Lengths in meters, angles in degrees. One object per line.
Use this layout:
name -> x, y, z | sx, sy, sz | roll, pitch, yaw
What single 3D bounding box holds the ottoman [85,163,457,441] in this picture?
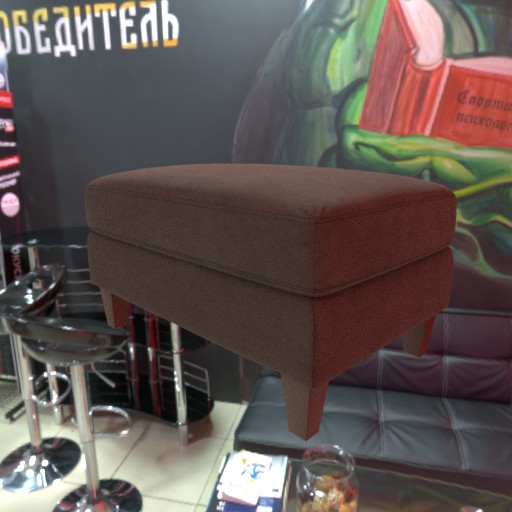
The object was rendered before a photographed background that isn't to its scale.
ottoman -> 0.000, 0.000, 1.204 | 0.864, 0.483, 0.584 | 14, 20, 43
